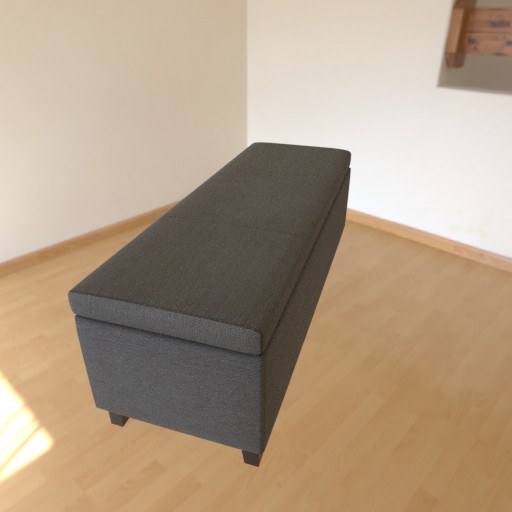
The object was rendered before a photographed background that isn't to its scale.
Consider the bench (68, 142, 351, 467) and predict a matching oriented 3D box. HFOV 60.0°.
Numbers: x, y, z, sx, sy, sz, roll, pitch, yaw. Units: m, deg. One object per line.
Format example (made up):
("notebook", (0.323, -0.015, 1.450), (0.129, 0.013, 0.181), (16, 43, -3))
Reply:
("bench", (0.000, 0.000, 1.485), (0.446, 0.438, 1.269), (9, 31, 16))
